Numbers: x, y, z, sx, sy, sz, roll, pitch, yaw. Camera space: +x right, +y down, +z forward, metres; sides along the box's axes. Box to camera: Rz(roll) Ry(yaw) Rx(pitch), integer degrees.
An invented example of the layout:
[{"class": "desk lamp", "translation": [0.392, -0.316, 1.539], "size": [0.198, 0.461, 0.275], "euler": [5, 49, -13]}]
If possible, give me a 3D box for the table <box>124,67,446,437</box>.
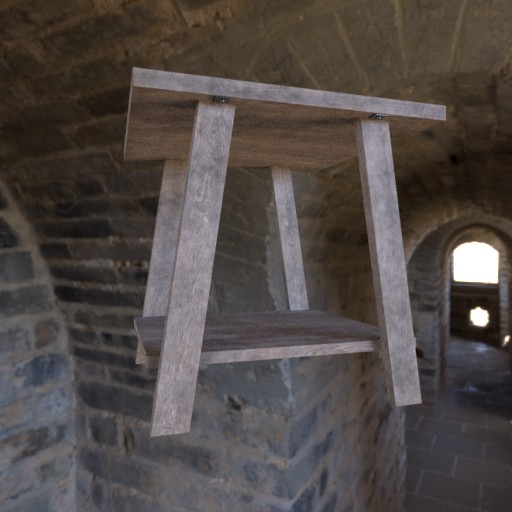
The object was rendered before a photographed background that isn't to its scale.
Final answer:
[{"class": "table", "translation": [0.000, 0.000, 1.093], "size": [0.610, 0.610, 0.610], "euler": [0, 0, -18]}]
